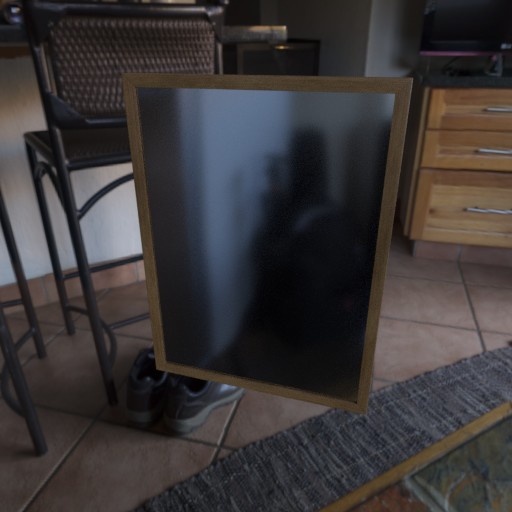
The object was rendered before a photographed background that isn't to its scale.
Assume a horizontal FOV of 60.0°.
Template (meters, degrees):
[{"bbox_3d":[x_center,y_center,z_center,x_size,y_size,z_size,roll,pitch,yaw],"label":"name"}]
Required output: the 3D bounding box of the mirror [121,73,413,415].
[{"bbox_3d":[0.000,0.000,1.344,0.762,1.016,0.040,7,26,16],"label":"mirror"}]
